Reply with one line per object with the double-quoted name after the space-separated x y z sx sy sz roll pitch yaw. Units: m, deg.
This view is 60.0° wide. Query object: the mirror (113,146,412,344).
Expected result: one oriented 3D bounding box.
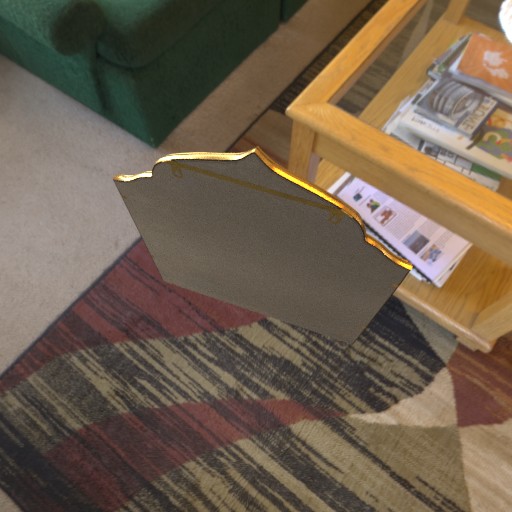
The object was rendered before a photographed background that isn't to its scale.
0.000 0.000 0.846 0.513 0.635 0.018 17 66 8 "mirror"
